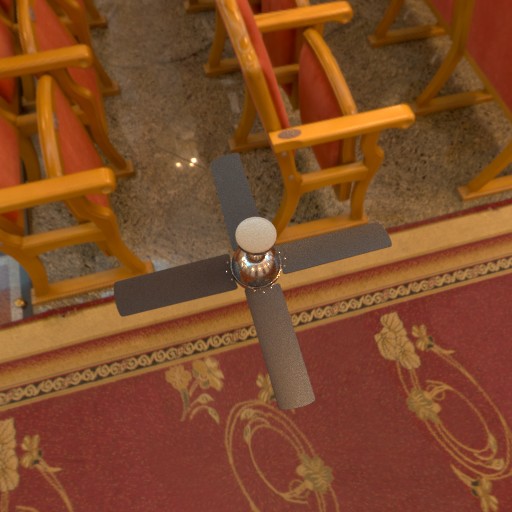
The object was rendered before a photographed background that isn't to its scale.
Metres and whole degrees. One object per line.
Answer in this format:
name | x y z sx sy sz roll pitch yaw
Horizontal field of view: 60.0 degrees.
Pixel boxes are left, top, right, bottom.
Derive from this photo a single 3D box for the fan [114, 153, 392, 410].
fan | 0.000 0.000 2.007 1.332 0.403 1.332 -14 65 -7
